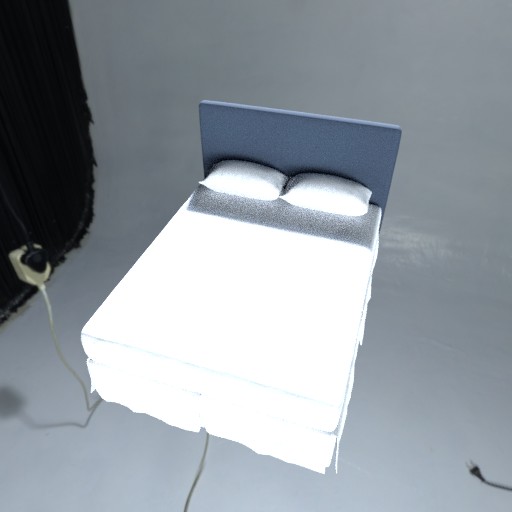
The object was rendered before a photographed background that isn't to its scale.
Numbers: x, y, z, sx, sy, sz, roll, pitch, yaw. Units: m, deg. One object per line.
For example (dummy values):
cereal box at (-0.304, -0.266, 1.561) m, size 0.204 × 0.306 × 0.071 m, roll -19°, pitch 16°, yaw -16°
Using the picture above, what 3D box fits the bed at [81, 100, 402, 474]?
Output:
bed at (0.000, 0.000, 3.186) m, size 1.713 × 1.330 × 2.162 m, roll 12°, pitch 42°, yaw 14°
